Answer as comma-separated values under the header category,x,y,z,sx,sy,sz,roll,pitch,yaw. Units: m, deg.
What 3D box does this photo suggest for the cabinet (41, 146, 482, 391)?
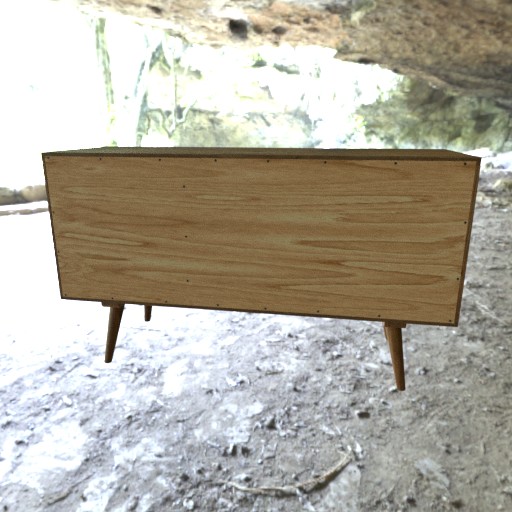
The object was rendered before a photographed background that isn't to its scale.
category,x,y,z,sx,sy,sz,roll,pitch,yaw
cabinet,0.000,0.000,1.724,1.400,0.800,0.472,3,17,9
